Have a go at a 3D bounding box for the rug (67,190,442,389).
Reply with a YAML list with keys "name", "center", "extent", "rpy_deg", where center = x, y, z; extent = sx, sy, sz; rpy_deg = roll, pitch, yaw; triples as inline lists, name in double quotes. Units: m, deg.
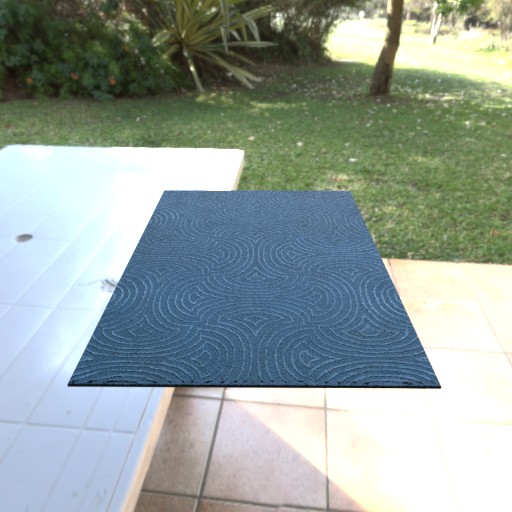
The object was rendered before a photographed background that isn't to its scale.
- name: "rug"
  center: [0.000, 0.000, 2.750]
  extent: [1.543, 0.015, 2.144]
  rpy_deg: [0, 30, 0]
